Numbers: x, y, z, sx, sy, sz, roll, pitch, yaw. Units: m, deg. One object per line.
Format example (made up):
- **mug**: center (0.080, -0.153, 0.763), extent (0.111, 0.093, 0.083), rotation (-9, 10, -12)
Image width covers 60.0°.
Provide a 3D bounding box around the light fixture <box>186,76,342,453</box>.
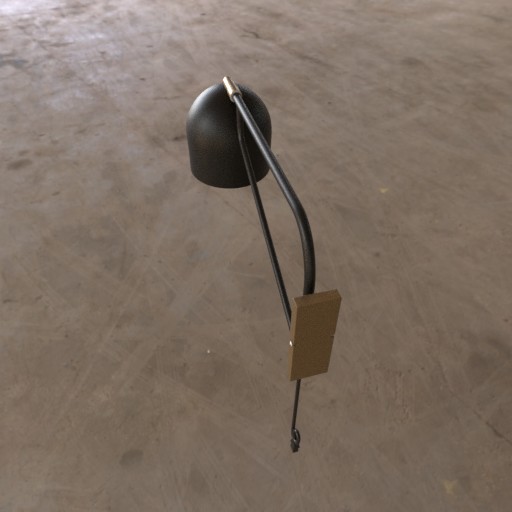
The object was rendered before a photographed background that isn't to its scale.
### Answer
- **light fixture**: center (0.000, 0.000, 1.081), extent (0.215, 0.696, 0.720), rotation (-11, 43, -12)
